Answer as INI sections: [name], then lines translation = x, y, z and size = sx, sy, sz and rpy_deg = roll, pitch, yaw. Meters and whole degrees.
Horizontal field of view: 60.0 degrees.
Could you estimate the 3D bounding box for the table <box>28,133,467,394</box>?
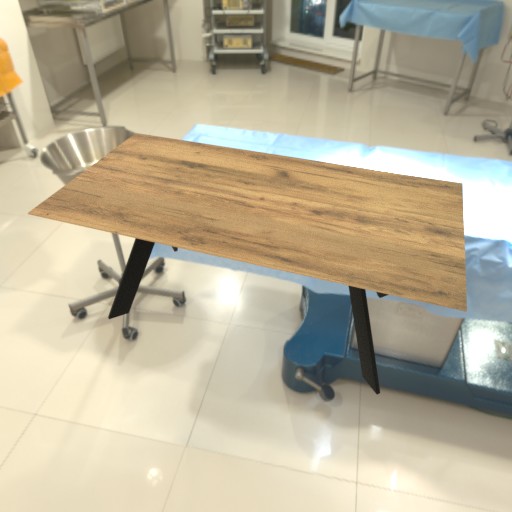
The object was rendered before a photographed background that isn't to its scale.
[table]
translation = 0.000, 0.000, 2.505
size = 2.000, 0.770, 1.000
rpy_deg = 12, 40, 15
